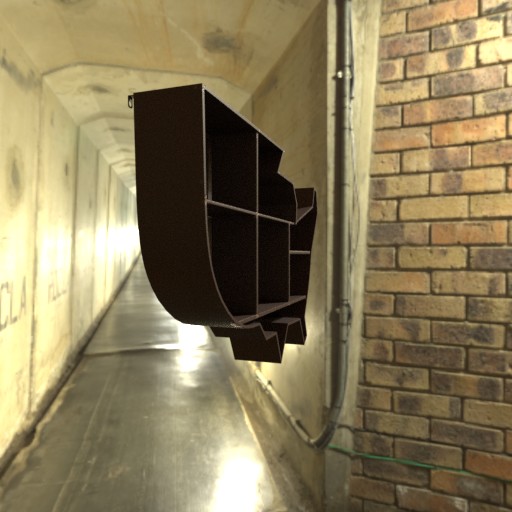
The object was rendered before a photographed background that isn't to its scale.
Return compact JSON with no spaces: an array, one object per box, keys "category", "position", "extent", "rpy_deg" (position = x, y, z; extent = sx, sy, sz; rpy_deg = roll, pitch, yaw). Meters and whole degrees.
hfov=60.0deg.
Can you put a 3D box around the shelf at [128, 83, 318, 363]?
[{"category":"shelf","position":[0.000,0.000,0.920],"extent":[0.112,0.439,0.729],"rpy_deg":[0,0,19]}]
